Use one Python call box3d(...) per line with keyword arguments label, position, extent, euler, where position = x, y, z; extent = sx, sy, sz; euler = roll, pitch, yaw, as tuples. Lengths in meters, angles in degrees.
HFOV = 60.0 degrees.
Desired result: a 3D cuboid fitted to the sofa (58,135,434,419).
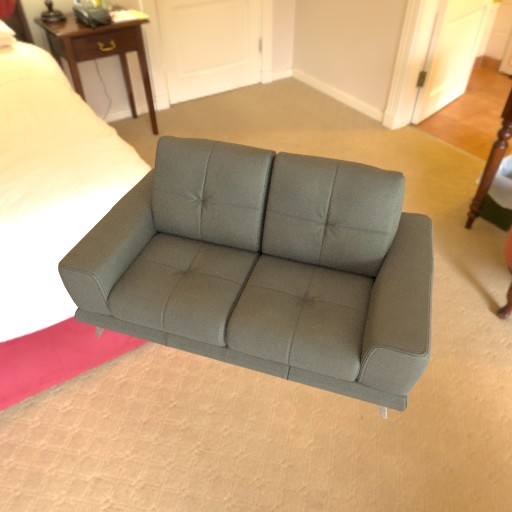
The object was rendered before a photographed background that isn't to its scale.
box3d(label="sofa", position=(0.000, 0.000, 2.377), extent=(1.806, 0.907, 1.018), euler=(12, 43, 13))
